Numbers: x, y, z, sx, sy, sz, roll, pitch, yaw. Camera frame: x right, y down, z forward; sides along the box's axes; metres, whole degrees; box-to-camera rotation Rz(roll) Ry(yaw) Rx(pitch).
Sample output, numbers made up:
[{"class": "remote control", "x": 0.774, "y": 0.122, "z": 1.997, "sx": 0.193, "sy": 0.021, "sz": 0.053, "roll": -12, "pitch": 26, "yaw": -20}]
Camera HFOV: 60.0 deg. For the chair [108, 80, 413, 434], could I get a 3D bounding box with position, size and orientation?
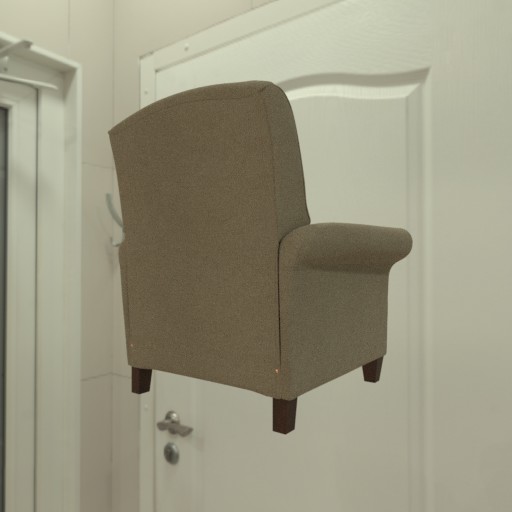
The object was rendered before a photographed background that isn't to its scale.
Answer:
[{"class": "chair", "x": 0.000, "y": 0.000, "z": 1.782, "sx": 0.978, "sy": 1.061, "sz": 0.905, "roll": -1, "pitch": -1, "yaw": 37}]
